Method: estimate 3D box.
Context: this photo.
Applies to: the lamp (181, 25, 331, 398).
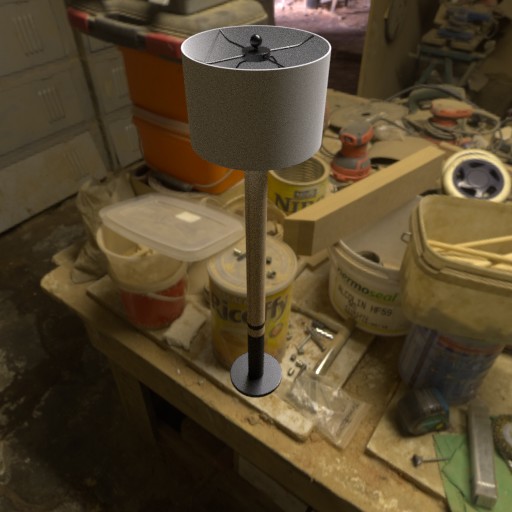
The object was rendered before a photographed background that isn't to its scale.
[{"bbox_3d":[0.000,0.000,1.601,0.381,1.478,0.381,27,47,27],"label":"lamp"}]
